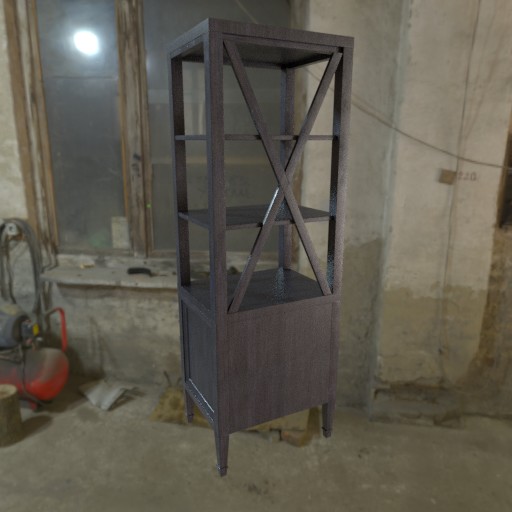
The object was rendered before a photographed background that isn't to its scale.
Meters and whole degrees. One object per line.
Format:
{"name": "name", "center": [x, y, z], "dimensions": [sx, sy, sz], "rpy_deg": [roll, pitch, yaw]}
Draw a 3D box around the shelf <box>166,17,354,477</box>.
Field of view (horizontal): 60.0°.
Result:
{"name": "shelf", "center": [0.000, 0.000, 1.944], "dimensions": [0.584, 1.727, 0.472], "rpy_deg": [-7, 16, -27]}
